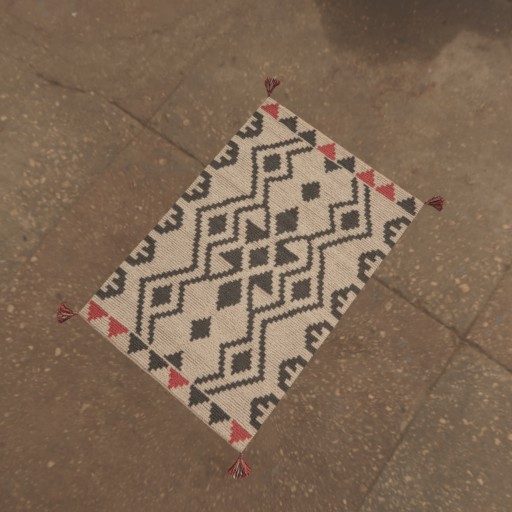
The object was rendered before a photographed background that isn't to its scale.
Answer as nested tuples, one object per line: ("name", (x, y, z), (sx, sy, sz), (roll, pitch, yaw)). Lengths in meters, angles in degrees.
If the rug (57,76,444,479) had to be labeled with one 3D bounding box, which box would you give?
("rug", (0.000, 0.000, 2.650), (1.444, 0.067, 2.069), (37, 79, 9))
